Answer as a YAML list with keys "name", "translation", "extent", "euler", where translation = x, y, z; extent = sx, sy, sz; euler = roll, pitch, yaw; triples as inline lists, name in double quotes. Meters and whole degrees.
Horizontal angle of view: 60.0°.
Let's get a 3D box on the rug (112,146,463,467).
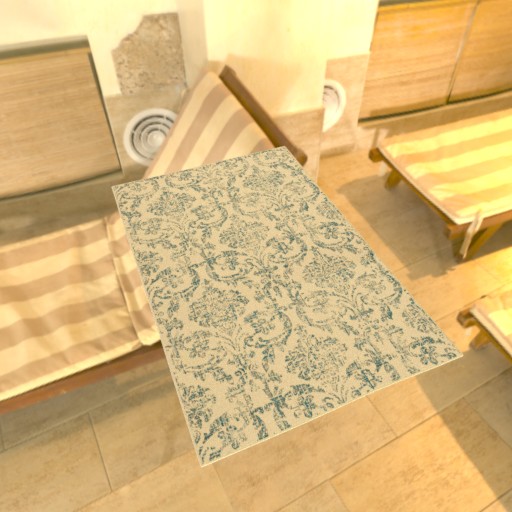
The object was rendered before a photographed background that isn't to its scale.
- name: "rug"
  translation: [0.000, 0.000, 3.558]
  extent: [1.819, 0.018, 2.746]
  euler: [-17, 48, -16]
